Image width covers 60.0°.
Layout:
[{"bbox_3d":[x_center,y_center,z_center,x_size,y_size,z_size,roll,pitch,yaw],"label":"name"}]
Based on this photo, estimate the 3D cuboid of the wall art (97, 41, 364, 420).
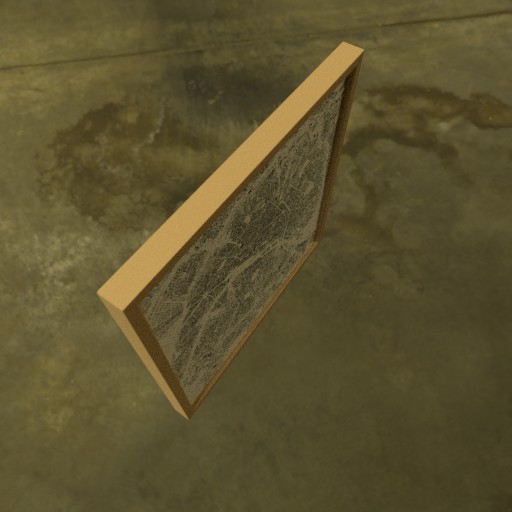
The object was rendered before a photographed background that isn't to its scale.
[{"bbox_3d":[0.000,0.000,0.762,0.036,0.509,0.509,30,63,17],"label":"wall art"}]
